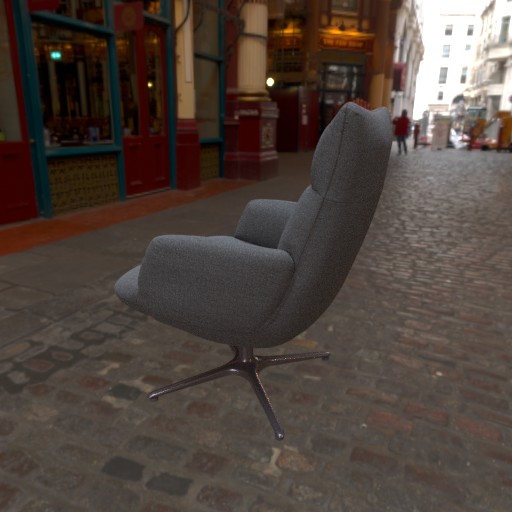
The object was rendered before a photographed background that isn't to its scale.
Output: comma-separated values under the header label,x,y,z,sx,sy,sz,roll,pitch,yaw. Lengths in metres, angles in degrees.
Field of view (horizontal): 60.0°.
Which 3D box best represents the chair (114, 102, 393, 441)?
label,x,y,z,sx,sy,sz,roll,pitch,yaw
chair,0.000,0.000,1.535,0.831,0.984,0.702,8,19,23
